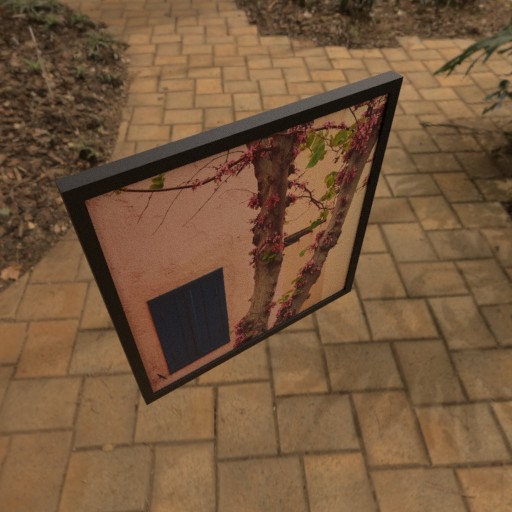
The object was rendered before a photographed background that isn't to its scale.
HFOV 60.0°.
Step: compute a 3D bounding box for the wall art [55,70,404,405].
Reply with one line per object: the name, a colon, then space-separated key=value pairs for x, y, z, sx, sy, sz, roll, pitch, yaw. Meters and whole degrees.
wall art: x=0.000 y=0.000 z=1.134 sx=0.762 sy=0.762 sz=0.038 roll=-25 pitch=51 yaw=-22
